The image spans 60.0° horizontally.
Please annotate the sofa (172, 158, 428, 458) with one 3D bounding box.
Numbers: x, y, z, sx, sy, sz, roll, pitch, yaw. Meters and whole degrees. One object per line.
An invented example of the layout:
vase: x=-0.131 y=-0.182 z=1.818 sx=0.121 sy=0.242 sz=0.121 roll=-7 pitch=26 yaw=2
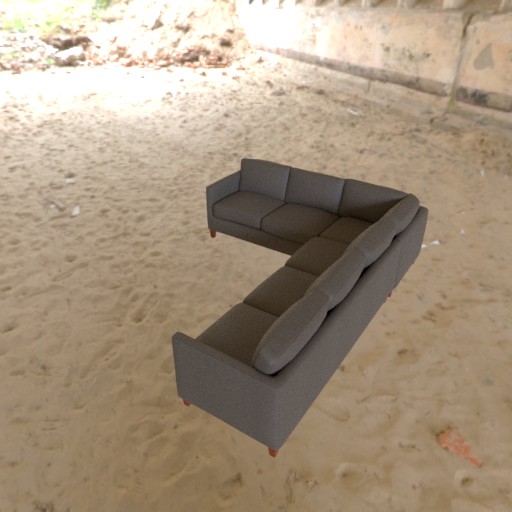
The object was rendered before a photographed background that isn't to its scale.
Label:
sofa: x=0.000 y=0.000 z=4.605 sx=2.593 sy=0.947 sz=3.302 roll=19 pitch=35 yaw=29
